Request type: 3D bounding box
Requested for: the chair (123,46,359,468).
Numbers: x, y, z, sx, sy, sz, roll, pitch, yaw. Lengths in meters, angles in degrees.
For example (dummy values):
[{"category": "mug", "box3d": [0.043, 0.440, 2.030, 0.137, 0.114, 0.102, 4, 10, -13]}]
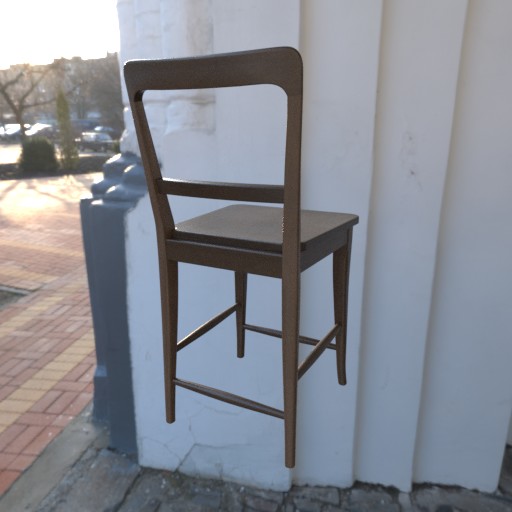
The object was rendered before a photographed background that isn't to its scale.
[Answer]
[{"category": "chair", "box3d": [0.000, 0.000, 1.255, 0.450, 0.991, 0.546, 8, 18, 27]}]
